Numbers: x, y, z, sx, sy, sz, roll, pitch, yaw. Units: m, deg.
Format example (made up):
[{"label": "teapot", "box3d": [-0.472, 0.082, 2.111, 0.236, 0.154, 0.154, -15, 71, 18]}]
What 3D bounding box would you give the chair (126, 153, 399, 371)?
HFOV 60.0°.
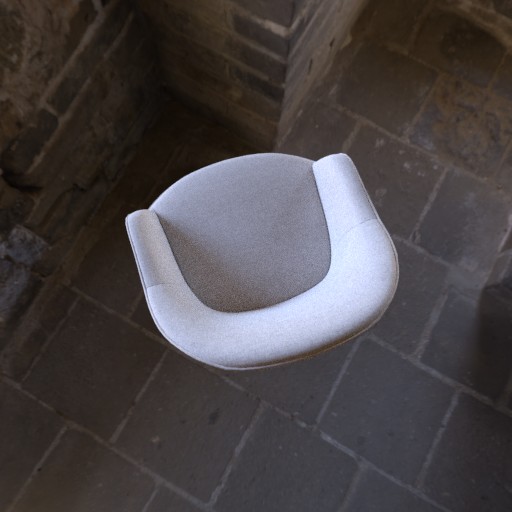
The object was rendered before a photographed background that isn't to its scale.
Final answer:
[{"label": "chair", "box3d": [0.000, 0.000, 1.259, 0.596, 0.823, 0.635, -17, 75, -5]}]
